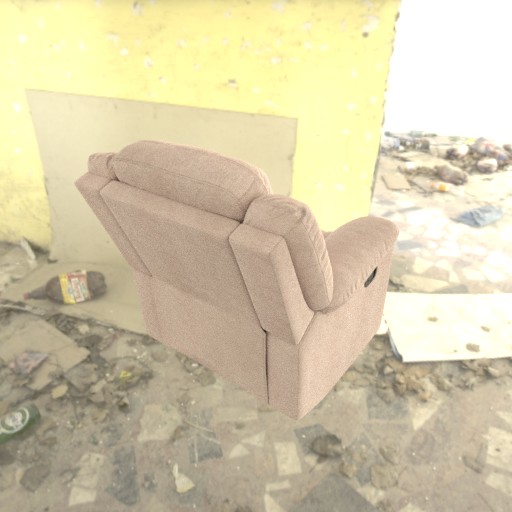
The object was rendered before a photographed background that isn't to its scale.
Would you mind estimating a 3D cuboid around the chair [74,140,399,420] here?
[{"bbox_3d":[0.000,0.000,1.746,0.899,1.008,0.944,21,36,32],"label":"chair"}]
